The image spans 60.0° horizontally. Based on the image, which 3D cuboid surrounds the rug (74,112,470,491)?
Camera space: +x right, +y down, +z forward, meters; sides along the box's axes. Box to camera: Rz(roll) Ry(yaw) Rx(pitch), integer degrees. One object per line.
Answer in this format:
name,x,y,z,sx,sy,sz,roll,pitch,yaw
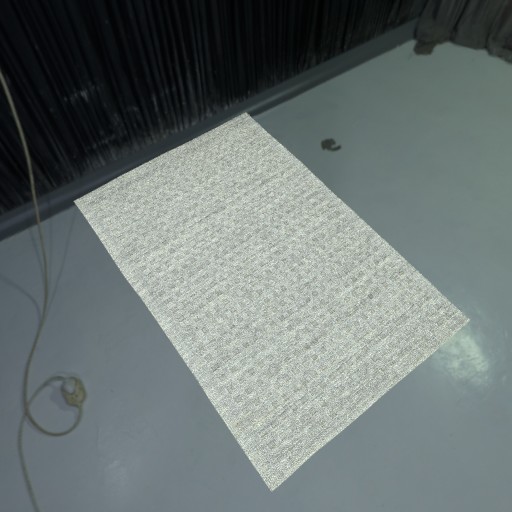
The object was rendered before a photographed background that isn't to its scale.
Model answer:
rug,0.000,0.000,2.925,1.532,0.018,2.297,-33,64,-18
